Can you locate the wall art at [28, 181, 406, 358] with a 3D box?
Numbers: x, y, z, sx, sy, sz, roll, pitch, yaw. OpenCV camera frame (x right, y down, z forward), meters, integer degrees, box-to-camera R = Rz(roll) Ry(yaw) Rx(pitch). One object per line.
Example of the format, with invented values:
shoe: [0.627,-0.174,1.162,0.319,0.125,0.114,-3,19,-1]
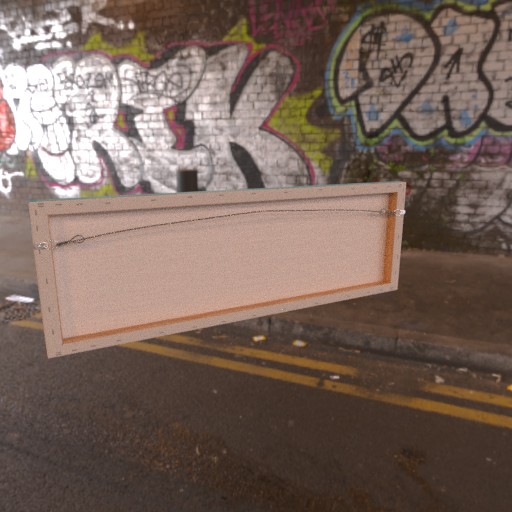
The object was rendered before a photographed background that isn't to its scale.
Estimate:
wall art: [0.000,0.000,0.854,0.759,0.254,0.044,-7,16,-26]
